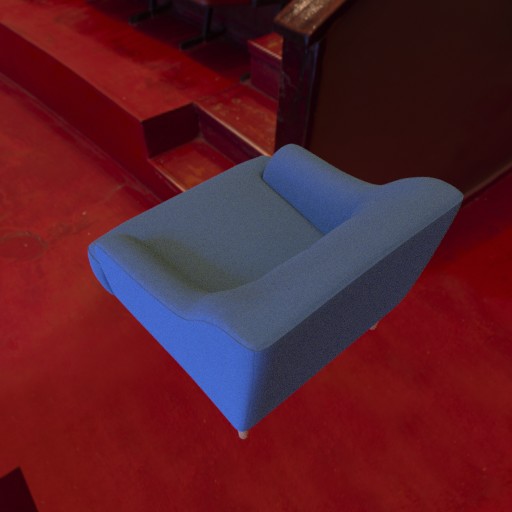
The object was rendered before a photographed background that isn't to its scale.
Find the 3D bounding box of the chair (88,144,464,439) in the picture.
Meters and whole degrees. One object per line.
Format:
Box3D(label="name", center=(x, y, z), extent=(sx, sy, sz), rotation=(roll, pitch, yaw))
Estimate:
Box3D(label="chair", center=(0.000, 0.000, 1.626), extent=(0.946, 0.818, 0.951), rotation=(-32, 56, -25))
